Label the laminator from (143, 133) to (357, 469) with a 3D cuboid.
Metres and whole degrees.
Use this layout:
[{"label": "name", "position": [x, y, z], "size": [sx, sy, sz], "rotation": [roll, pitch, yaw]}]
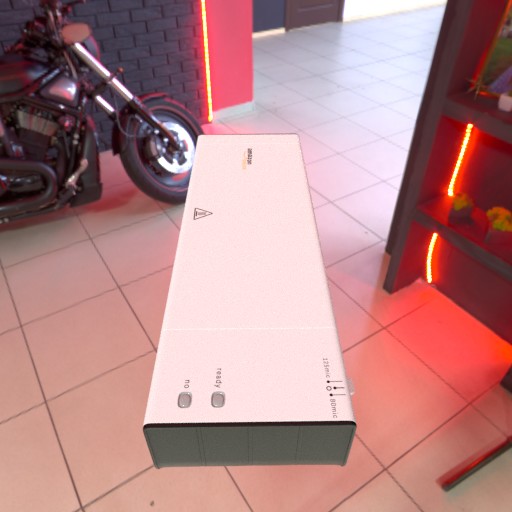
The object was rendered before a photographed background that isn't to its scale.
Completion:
[{"label": "laminator", "position": [0.000, 0.000, 0.377], "size": [0.123, 0.062, 0.340], "rotation": [-1, 41, -1]}]
